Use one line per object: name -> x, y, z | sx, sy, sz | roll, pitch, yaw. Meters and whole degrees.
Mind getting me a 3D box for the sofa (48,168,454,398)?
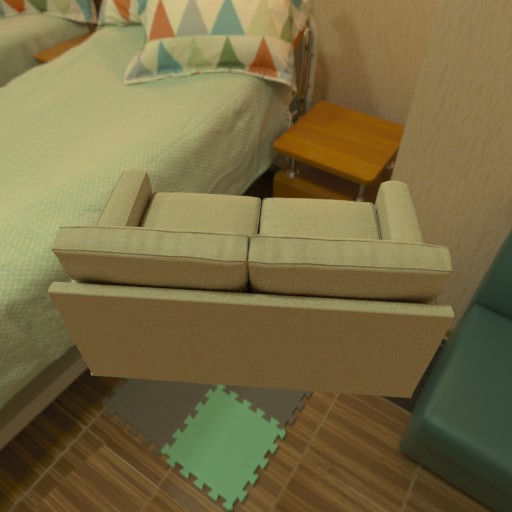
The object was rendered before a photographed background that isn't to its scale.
sofa -> 0.000, 0.000, 2.082 | 1.484, 0.853, 0.942 | 3, 47, 3
